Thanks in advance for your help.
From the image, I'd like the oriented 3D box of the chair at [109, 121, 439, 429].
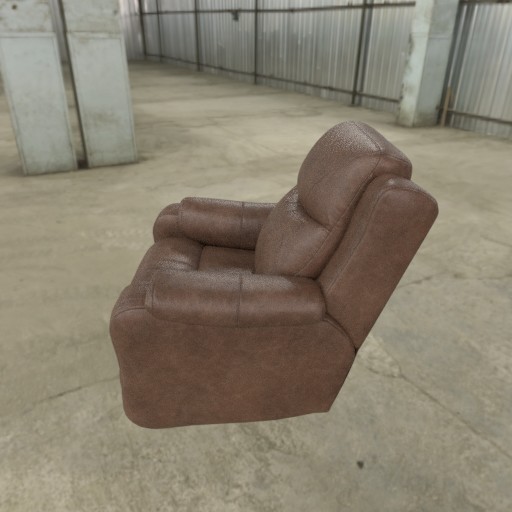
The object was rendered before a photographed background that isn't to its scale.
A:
[{"bbox_3d":[0.000,0.000,1.782,1.067,0.990,0.940,0,27,-1],"label":"chair"}]
